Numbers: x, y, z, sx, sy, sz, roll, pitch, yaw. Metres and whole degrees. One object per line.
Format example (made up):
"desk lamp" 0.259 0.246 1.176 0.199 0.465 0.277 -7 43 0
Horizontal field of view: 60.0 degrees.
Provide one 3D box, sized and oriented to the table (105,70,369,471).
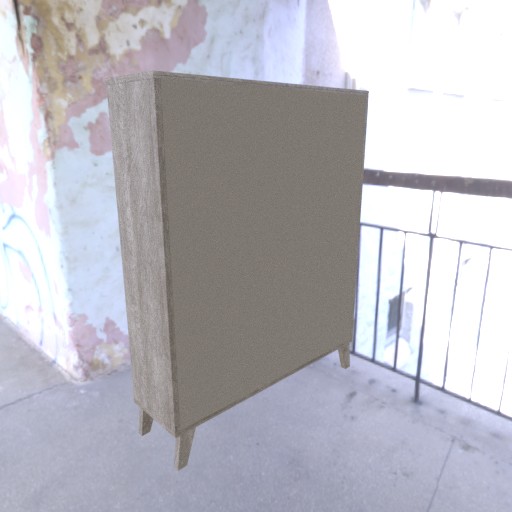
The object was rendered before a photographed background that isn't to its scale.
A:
"table" 0.000 0.000 1.578 0.902 1.135 0.256 -15 22 -41
